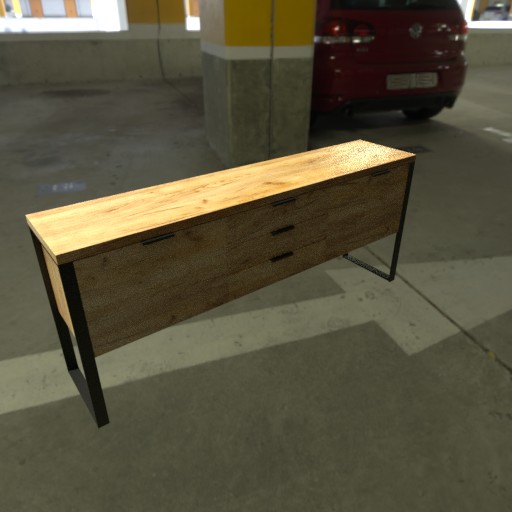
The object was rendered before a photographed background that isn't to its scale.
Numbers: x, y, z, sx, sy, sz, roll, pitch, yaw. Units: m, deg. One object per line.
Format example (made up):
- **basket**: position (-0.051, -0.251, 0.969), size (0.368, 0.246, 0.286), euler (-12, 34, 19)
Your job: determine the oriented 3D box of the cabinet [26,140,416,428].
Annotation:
- **cabinet**: position (0.000, 0.000, 2.130), size (1.800, 0.762, 0.395), euler (-20, 35, -32)
